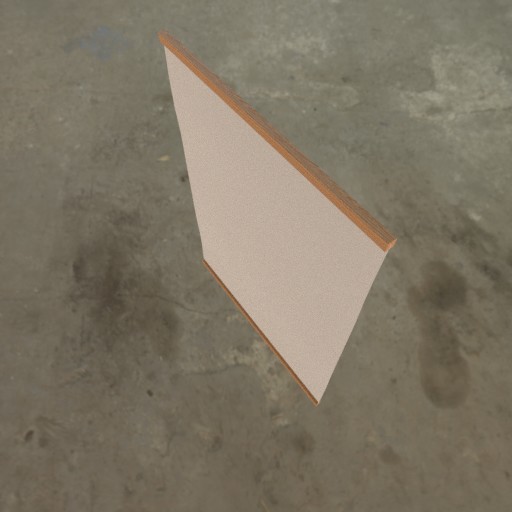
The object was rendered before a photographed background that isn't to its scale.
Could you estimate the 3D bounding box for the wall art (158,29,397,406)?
[{"bbox_3d":[0.000,0.000,1.298,0.020,1.016,0.739,-32,63,-19],"label":"wall art"}]
